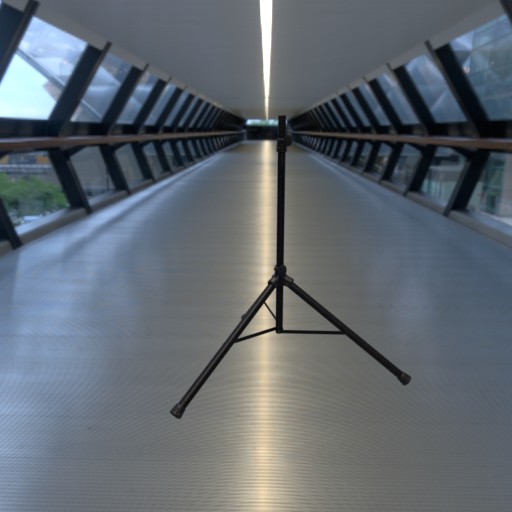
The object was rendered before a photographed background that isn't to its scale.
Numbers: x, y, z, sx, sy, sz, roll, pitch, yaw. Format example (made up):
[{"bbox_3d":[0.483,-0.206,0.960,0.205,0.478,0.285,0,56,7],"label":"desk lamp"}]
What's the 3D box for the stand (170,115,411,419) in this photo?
[{"bbox_3d":[0.000,0.000,1.857,0.907,1.136,1.045,-14,20,-42],"label":"stand"}]
